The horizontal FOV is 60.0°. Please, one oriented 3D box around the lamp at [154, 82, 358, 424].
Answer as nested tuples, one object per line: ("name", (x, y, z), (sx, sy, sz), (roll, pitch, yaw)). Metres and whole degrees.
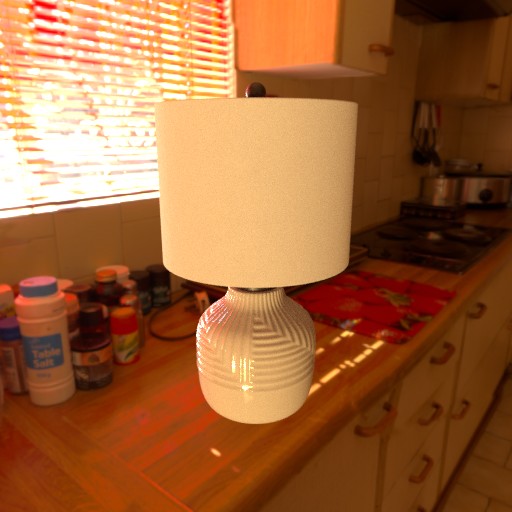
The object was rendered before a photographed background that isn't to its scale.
("lamp", (0.000, 0.000, 0.773), (0.318, 0.567, 0.318), (0, 16, 0))
